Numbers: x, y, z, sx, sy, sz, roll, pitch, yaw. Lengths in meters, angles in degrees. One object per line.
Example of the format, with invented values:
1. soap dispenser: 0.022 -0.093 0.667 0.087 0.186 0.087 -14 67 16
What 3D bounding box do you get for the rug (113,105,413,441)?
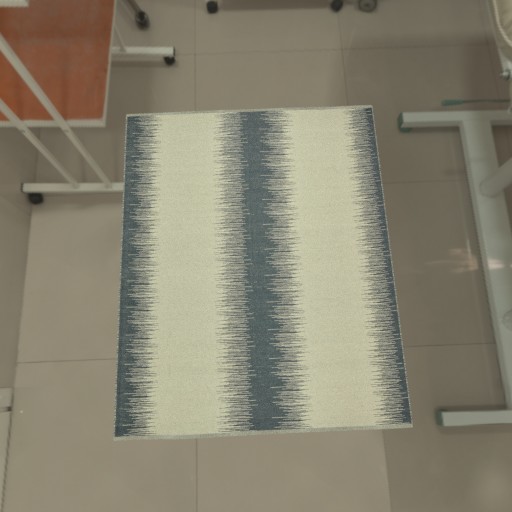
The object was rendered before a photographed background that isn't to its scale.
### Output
1. rug: 0.000 0.000 4.016 2.453 0.004 3.037 -2 75 -1
